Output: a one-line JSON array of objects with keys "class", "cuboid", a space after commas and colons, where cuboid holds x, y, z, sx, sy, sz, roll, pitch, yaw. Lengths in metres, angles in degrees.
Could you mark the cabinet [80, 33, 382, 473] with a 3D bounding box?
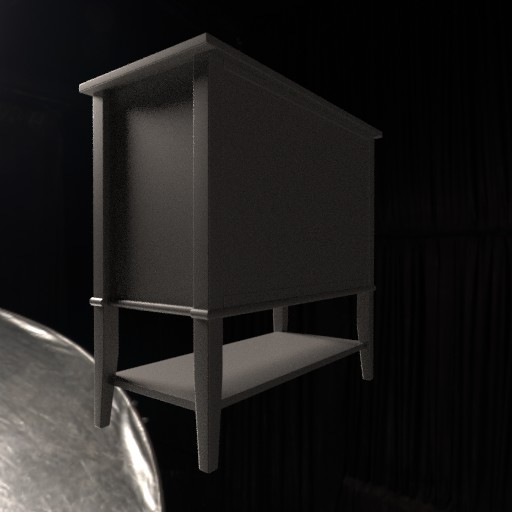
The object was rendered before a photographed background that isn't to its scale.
[{"class": "cabinet", "cuboid": [0.000, 0.000, 1.206, 0.396, 0.780, 0.801, 0, 1, 37]}]
